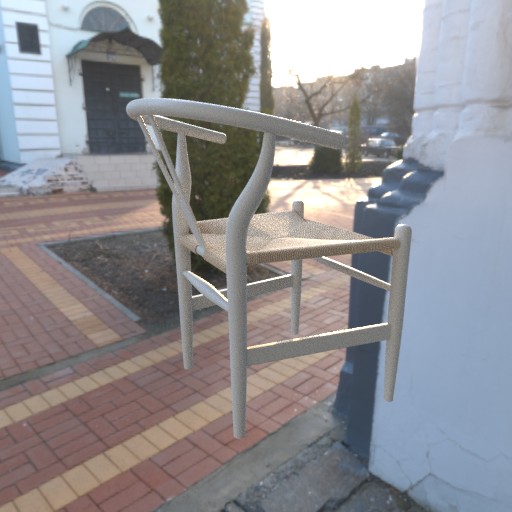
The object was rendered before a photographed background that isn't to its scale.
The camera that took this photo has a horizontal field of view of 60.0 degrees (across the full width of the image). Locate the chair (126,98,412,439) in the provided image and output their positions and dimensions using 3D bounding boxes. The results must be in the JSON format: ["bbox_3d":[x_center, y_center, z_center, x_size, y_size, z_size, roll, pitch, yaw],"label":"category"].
[{"bbox_3d":[0.000,0.000,1.122,0.579,0.730,0.569,-8,17,-27],"label":"chair"}]
